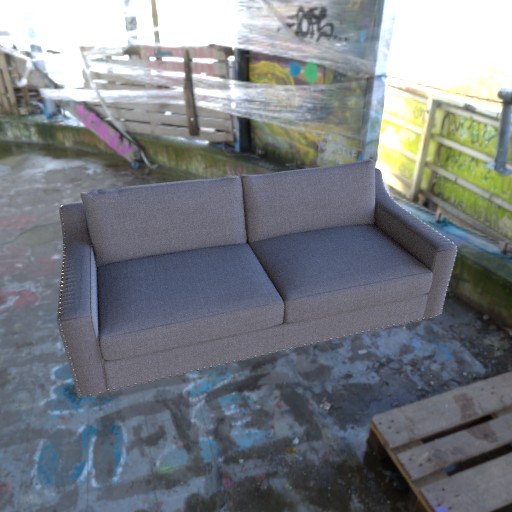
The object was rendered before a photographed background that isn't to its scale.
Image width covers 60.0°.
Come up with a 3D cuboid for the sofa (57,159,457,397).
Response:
[{"bbox_3d":[0.000,0.000,2.735,2.208,0.857,1.000,-9,32,-15],"label":"sofa"}]
